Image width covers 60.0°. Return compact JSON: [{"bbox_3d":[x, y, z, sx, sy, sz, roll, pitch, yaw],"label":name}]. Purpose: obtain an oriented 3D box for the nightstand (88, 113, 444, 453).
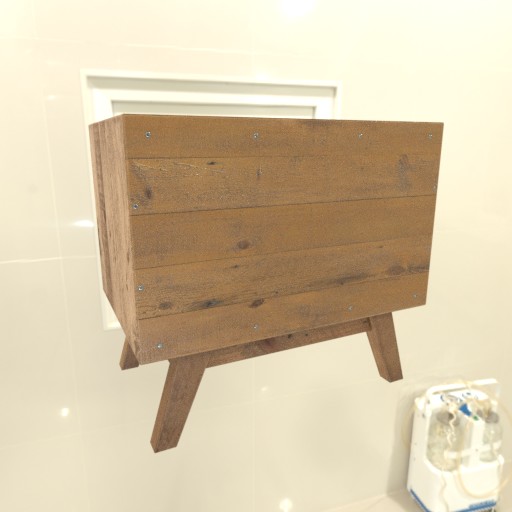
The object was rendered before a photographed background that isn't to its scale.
[{"bbox_3d":[0.000,0.000,1.047,0.650,0.599,0.450,-7,16,-25],"label":"nightstand"}]
